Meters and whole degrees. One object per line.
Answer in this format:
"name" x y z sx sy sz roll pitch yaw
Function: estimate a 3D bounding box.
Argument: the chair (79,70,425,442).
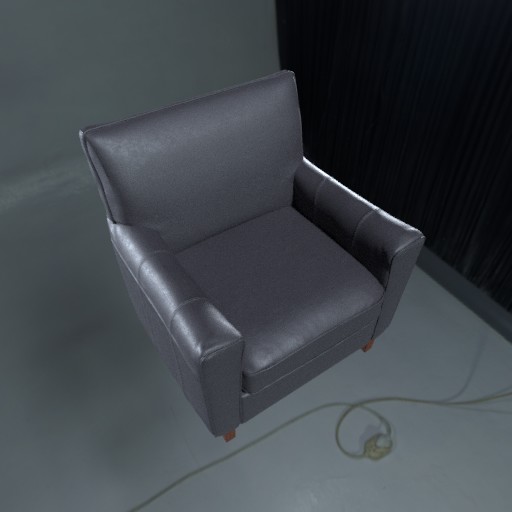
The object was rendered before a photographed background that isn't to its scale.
"chair" 0.000 0.000 1.637 0.870 0.943 0.825 -25 51 -23
